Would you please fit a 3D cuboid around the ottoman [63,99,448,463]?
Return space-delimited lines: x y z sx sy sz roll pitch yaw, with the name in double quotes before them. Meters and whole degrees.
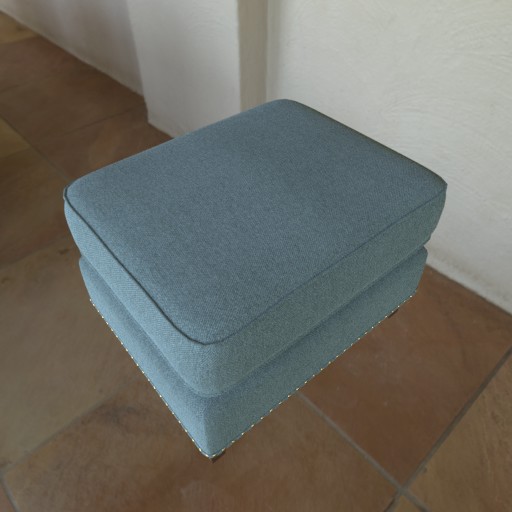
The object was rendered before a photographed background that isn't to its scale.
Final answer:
"ottoman" 0.000 0.000 1.135 0.738 0.537 0.589 -31 53 -27
